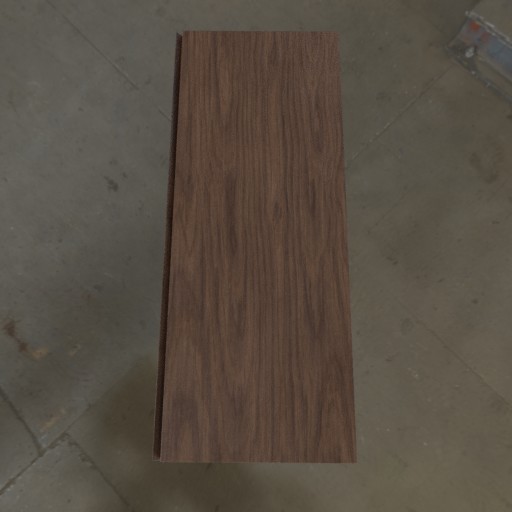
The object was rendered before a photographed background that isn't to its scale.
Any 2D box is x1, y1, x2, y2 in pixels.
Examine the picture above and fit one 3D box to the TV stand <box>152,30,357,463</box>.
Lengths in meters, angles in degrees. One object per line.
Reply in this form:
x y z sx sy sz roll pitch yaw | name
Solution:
0.000 0.000 1.305 0.405 0.660 0.990 0 77 0 | TV stand
